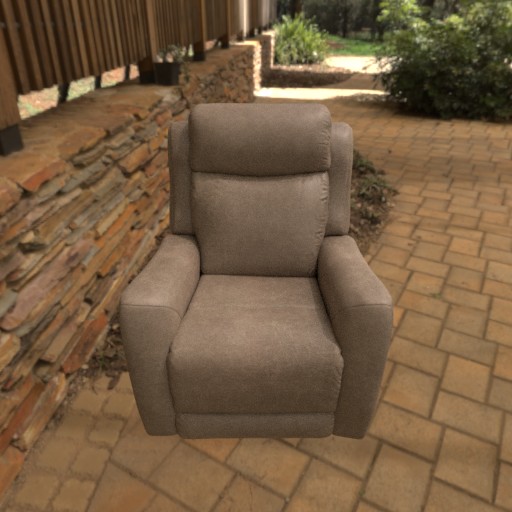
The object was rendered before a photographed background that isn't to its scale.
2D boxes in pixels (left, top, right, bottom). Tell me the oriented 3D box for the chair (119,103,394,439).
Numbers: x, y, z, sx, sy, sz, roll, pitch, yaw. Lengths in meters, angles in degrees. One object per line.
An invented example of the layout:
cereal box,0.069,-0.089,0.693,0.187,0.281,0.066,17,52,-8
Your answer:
chair,0.000,0.000,1.922,0.967,1.116,1.068,1,30,1
